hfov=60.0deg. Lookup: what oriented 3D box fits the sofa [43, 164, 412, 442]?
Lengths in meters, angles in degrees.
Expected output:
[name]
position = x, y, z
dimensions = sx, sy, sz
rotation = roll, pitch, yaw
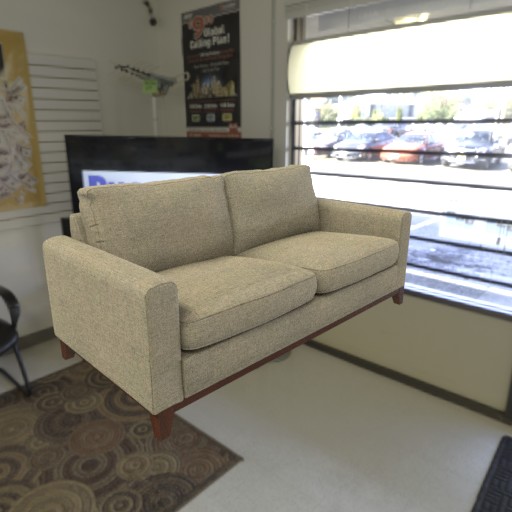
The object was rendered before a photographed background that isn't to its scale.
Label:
[sofa]
position = 0.000, 0.000, 2.519
dimensions = 0.969, 0.892, 1.978
rotation = 16, 23, 43
